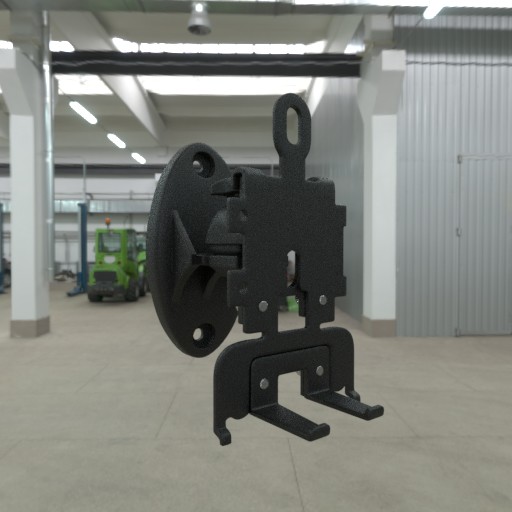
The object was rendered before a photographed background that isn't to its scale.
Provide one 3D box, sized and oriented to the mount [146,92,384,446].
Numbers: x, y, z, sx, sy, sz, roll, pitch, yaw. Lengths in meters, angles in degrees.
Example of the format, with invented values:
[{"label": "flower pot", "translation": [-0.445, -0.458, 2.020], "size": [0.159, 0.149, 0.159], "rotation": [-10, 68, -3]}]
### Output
[{"label": "mount", "translation": [0.000, 0.000, 0.179], "size": [0.066, 0.118, 0.100], "rotation": [-1, 2, -37]}]
